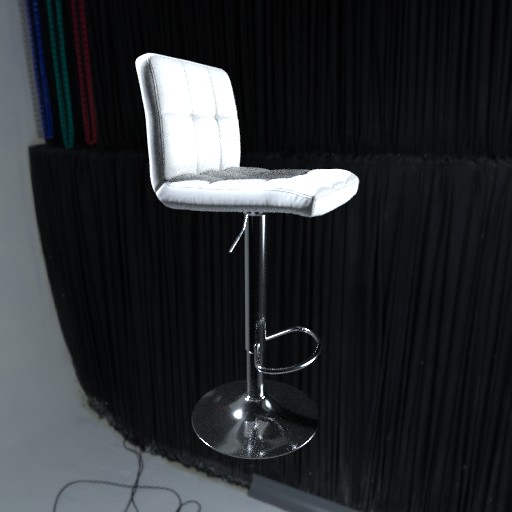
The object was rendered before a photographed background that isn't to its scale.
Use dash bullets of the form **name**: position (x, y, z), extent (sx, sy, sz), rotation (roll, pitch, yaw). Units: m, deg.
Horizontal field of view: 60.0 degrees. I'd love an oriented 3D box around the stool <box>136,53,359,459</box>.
- **stool**: position (0.000, 0.000, 1.339), extent (0.505, 1.115, 0.430), rotation (8, 18, 25)
